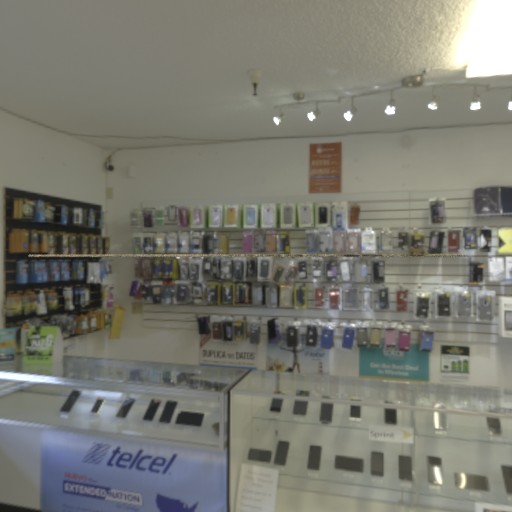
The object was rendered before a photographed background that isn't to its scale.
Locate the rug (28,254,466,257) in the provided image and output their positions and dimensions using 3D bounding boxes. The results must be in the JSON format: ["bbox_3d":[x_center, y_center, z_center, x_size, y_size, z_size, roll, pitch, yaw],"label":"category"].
[{"bbox_3d":[0.000,0.000,3.067,2.444,0.012,1.530,0,0,17],"label":"rug"}]
